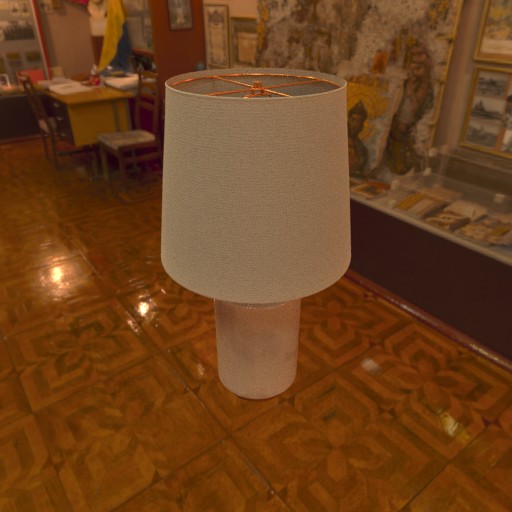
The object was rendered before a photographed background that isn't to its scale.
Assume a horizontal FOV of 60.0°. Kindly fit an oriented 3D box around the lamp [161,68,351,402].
[{"bbox_3d":[0.000,0.000,0.455,0.189,0.340,0.189,0,30,0],"label":"lamp"}]
